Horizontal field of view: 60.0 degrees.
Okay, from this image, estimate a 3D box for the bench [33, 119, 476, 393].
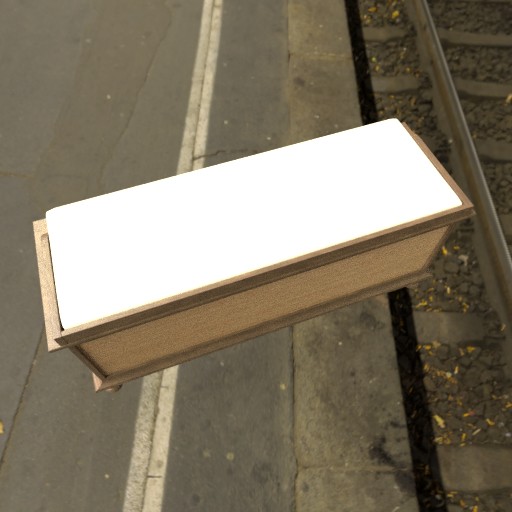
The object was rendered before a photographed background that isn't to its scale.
[{"bbox_3d":[0.000,0.000,1.418,1.185,0.501,0.402,-17,60,-10],"label":"bench"}]
